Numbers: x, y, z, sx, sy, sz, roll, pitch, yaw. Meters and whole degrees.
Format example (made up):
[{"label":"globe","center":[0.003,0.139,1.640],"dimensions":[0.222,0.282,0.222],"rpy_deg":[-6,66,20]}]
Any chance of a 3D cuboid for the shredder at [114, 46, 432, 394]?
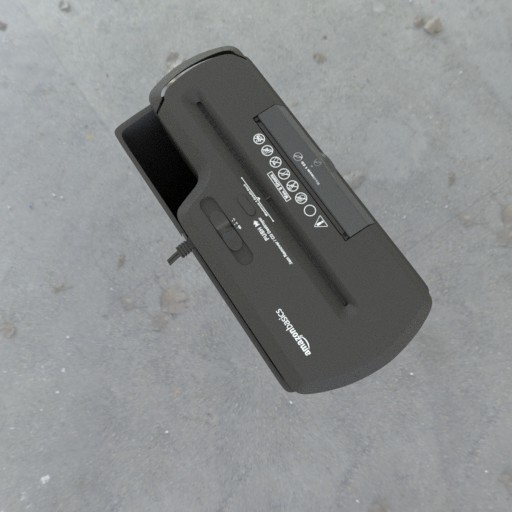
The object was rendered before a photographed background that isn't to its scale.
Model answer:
[{"label":"shredder","center":[0.000,0.000,0.520],"dimensions":[0.170,0.335,0.320],"rpy_deg":[-33,78,-8]}]
